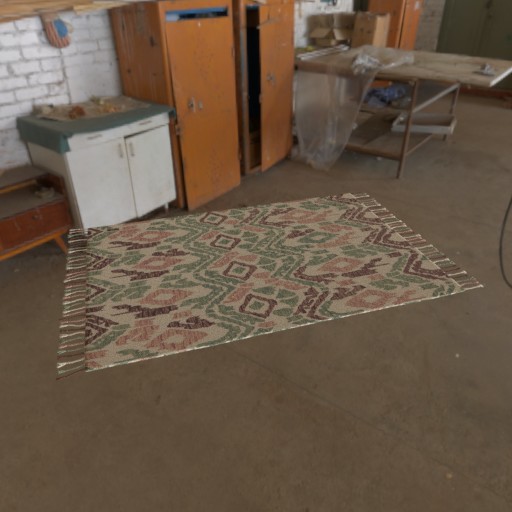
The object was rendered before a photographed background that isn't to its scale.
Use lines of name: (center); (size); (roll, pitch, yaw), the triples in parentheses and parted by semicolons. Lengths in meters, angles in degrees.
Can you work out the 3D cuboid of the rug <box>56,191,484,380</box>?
rug: (0.000, 0.000, 2.969); (2.438, 0.011, 1.524); (-9, 33, -15)
